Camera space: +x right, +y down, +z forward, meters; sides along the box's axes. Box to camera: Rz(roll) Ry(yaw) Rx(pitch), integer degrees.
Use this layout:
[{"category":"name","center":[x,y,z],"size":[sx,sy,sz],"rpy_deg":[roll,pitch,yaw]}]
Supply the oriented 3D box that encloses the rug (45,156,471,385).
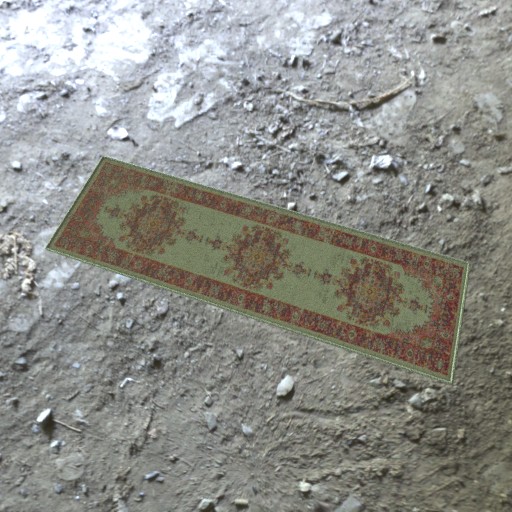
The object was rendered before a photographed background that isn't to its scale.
[{"category":"rug","center":[0.000,0.000,1.979],"size":[1.824,0.009,0.562],"rpy_deg":[17,65,8]}]
